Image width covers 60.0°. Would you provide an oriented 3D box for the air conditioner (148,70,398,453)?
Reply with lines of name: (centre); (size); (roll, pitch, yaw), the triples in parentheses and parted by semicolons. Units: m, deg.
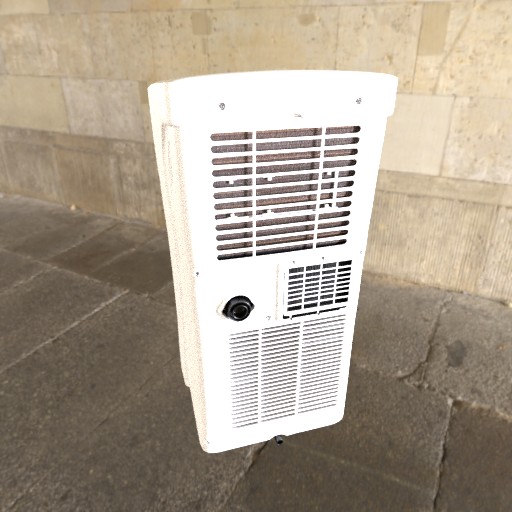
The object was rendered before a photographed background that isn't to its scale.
air conditioner: (0.000, 0.000, 0.904); (0.352, 0.716, 0.369); (-7, 27, -15)
